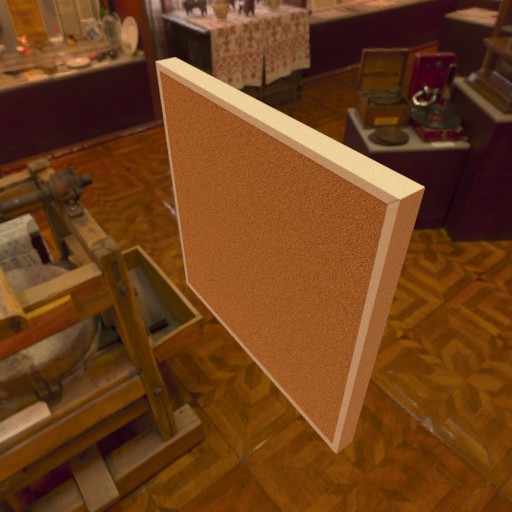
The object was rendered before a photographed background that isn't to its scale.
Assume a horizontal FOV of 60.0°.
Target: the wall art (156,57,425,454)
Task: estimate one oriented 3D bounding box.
[{"bbox_3d":[0.000,0.000,0.744,0.037,0.508,0.508,-25,47,-27],"label":"wall art"}]
